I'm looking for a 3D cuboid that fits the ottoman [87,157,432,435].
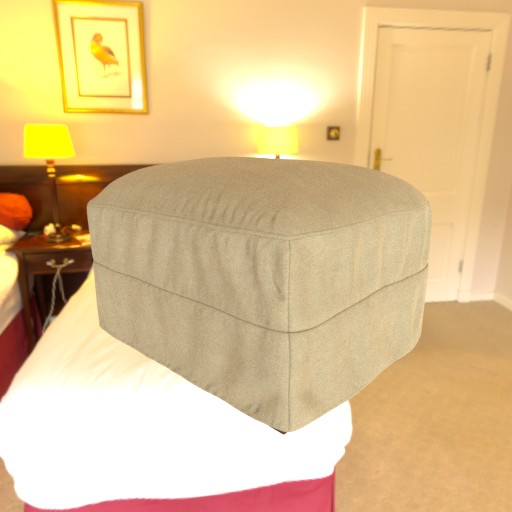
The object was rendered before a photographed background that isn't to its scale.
[{"bbox_3d":[0.000,0.000,1.109,0.712,0.480,0.584,15,22,41],"label":"ottoman"}]
